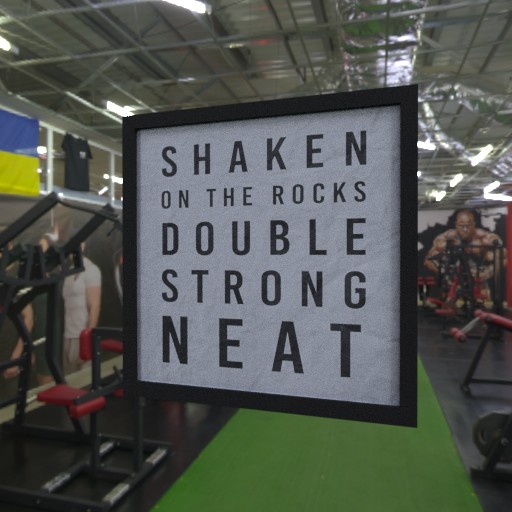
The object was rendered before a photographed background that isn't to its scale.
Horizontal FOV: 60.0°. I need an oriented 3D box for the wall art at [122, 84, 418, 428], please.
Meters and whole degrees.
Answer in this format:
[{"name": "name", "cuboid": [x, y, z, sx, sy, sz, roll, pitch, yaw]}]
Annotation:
[{"name": "wall art", "cuboid": [0.000, 0.000, 0.665, 0.456, 0.458, 0.013, 0, 0, 18]}]
